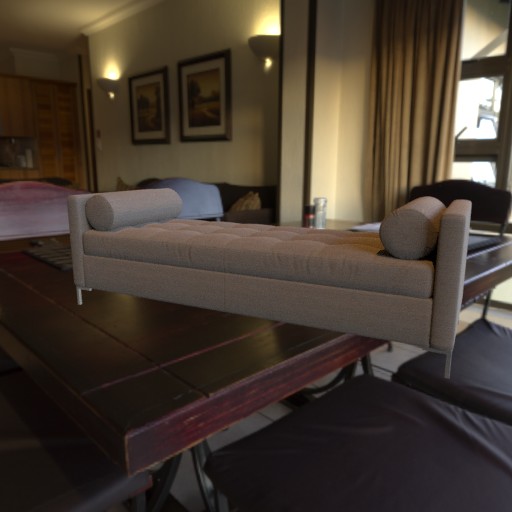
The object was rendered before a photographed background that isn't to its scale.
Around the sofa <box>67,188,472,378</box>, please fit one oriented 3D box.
[{"bbox_3d":[0.000,0.000,2.329,1.981,0.635,0.686,6,13,26],"label":"sofa"}]
